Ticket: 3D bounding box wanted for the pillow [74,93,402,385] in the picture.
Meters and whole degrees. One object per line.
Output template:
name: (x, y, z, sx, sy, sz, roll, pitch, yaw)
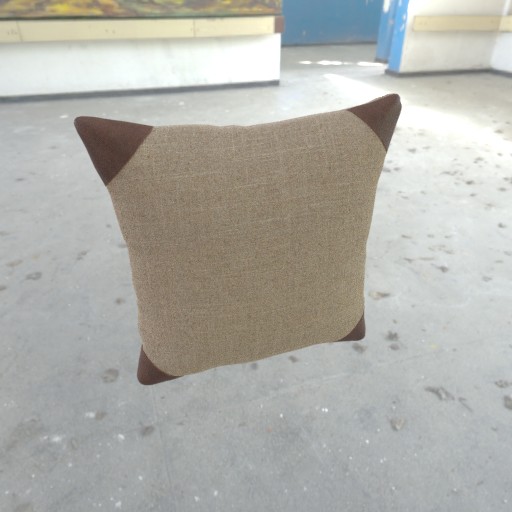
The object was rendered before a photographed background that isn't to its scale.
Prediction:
pillow: (0.000, 0.000, 0.676, 0.437, 0.448, 0.147, -10, 33, -15)
